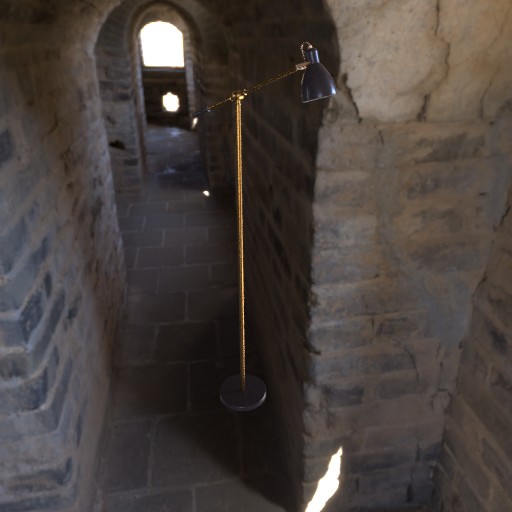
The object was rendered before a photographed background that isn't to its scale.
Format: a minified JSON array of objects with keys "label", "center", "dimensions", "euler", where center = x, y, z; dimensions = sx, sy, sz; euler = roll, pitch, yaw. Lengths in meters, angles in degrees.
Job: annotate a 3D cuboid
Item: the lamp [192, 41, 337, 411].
[{"label":"lamp","center":[0.000,0.000,1.866],"dimensions":[0.618,1.628,0.235],"euler":[17,31,31]}]
